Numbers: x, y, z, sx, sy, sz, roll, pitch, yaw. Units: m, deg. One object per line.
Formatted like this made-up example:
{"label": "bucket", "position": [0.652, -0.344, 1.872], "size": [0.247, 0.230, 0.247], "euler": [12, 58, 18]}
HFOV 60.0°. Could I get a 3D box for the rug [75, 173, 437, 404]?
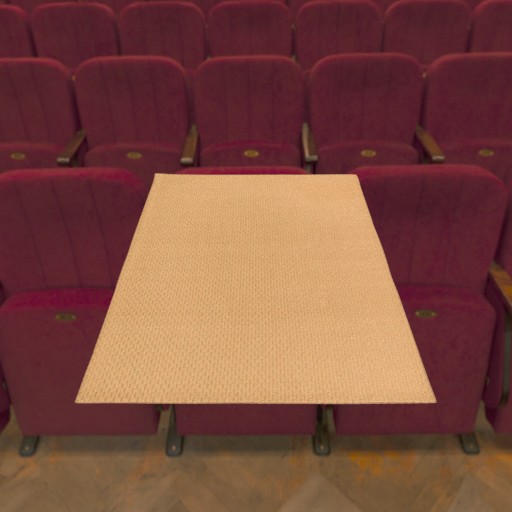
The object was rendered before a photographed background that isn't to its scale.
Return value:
{"label": "rug", "position": [0.000, 0.000, 3.893], "size": [2.277, 0.035, 2.897], "euler": [0, 40, 0]}
